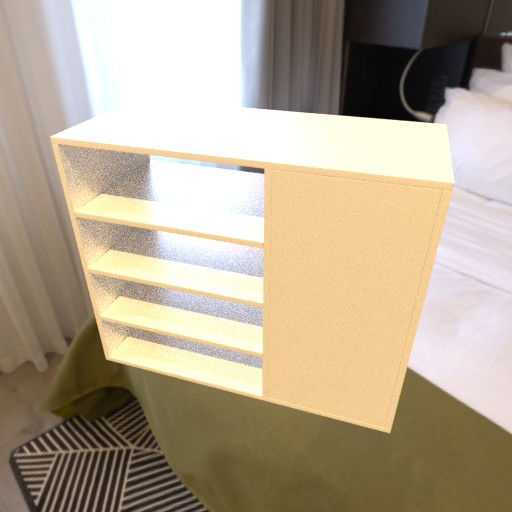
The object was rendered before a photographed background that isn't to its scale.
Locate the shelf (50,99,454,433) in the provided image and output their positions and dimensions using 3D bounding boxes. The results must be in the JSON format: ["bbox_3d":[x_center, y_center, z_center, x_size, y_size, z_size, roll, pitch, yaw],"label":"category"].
[{"bbox_3d":[0.000,0.000,1.286,0.895,0.732,0.396,10,34,15],"label":"shelf"}]
